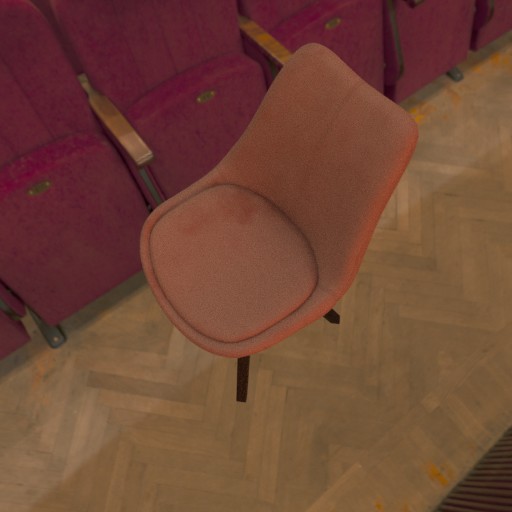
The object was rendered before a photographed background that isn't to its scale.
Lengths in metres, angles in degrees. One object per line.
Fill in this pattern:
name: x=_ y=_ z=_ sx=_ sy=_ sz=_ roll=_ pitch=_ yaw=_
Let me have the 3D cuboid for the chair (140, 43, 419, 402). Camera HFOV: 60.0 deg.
chair: x=0.000 y=0.000 z=1.152 sx=0.547 sy=0.865 sz=0.483 roll=-34 pitch=68 yaw=-16
